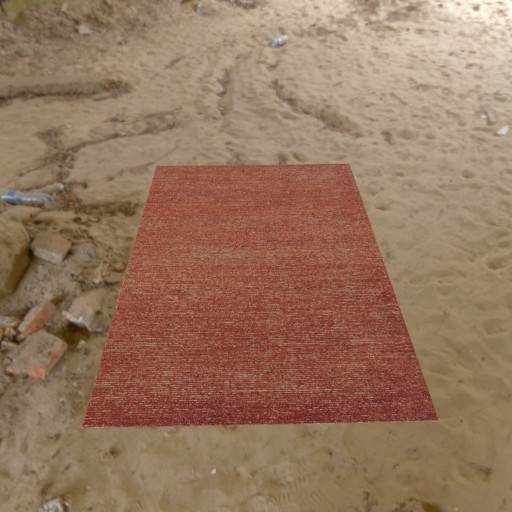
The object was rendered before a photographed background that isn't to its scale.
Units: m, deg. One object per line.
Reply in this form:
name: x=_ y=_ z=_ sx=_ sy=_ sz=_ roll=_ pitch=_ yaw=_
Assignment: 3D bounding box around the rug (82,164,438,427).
rug: x=0.000 y=0.000 z=4.951 sx=2.803 sy=0.025 sz=3.965 roll=-1 pitch=42 yaw=-1
